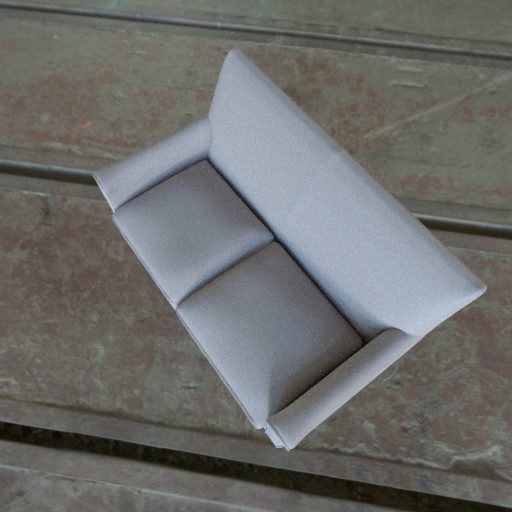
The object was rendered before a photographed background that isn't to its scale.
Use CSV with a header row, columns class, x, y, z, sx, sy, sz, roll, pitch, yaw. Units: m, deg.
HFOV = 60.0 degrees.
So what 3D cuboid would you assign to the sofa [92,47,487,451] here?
class,x,y,z,sx,sy,sz,roll,pitch,yaw
sofa,0.000,0.000,2.045,0.888,0.890,1.482,-34,69,-15
